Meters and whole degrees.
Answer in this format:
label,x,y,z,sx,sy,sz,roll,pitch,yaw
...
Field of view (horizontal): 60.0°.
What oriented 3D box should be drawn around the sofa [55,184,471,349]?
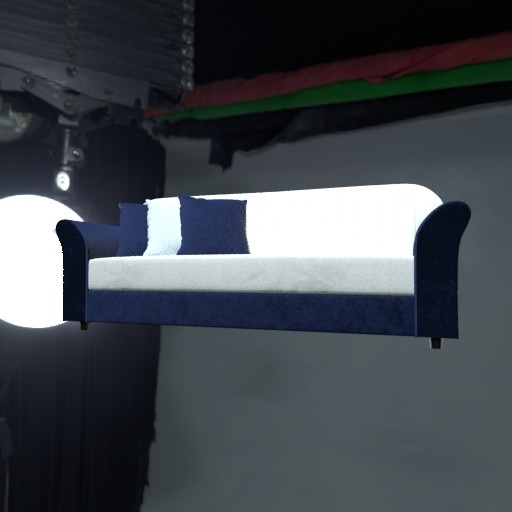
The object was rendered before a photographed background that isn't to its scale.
label,x,y,z,sx,sy,sz,roll,pitch,yaw
sofa,0.000,0.000,2.375,2.006,0.789,0.749,-1,-2,19
